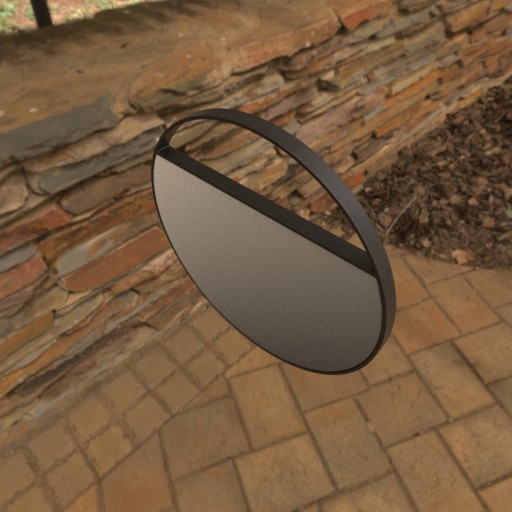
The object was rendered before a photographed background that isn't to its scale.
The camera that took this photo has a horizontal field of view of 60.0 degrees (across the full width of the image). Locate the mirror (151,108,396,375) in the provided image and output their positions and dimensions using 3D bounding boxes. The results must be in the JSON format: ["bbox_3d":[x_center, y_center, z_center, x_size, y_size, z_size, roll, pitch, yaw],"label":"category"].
[{"bbox_3d":[0.000,0.000,0.852,0.565,0.565,0.032,32,54,27],"label":"mirror"}]
